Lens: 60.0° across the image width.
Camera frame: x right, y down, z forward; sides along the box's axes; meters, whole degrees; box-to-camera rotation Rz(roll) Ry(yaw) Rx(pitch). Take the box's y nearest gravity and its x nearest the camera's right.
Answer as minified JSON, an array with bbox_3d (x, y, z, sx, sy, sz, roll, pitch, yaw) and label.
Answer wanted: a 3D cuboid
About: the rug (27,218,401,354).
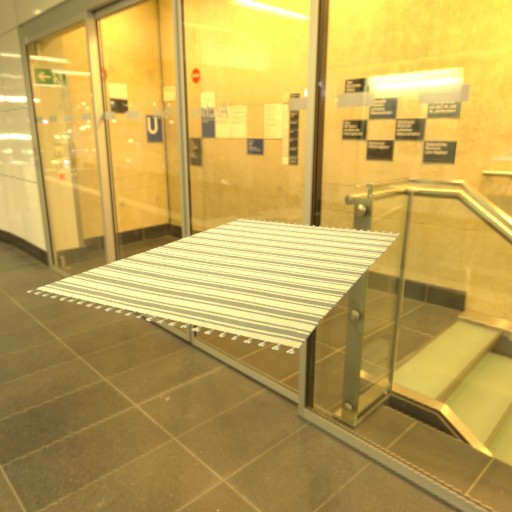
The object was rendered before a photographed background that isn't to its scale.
[{"bbox_3d":[0.000,0.000,3.064,1.539,0.011,2.410,8,17,26],"label":"rug"}]
